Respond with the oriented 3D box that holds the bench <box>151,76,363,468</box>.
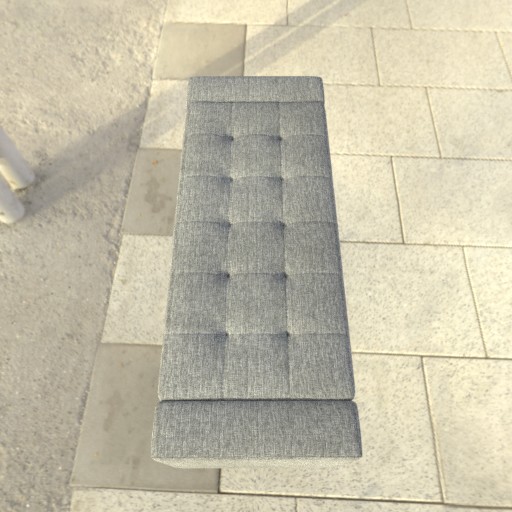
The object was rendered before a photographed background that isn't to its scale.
[{"bbox_3d":[0.000,0.000,1.514,0.508,0.445,1.296,0,62,0],"label":"bench"}]
